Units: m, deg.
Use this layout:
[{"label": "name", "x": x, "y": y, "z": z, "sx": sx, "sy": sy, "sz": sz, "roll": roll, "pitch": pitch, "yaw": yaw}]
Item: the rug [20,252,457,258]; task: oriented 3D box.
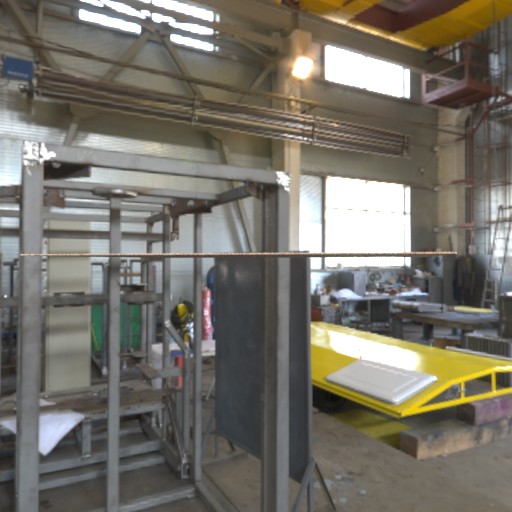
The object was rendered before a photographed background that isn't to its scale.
[{"label": "rug", "x": 0.000, "y": 0.000, "z": 4.252, "sx": 3.205, "sy": 0.013, "sz": 2.448, "roll": 0, "pitch": -1, "yaw": 17}]
